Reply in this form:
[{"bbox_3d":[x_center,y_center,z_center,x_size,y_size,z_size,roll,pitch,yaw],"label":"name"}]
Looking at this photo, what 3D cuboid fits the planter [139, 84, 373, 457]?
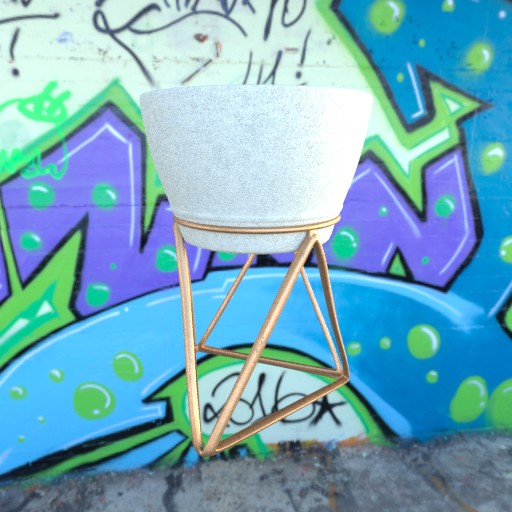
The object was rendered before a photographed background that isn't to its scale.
[{"bbox_3d":[0.000,0.000,0.748,0.350,0.504,0.350,-2,15,-9],"label":"planter"}]
